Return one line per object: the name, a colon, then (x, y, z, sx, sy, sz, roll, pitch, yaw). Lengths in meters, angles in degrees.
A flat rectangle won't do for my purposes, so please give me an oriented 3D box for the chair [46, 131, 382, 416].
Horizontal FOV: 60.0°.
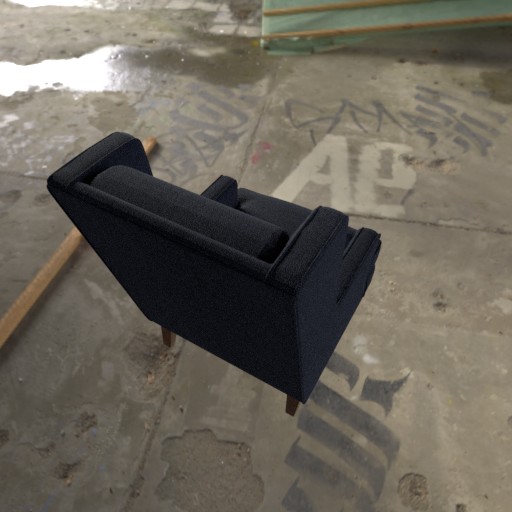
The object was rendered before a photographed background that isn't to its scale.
chair: (0.000, 0.000, 1.704, 0.764, 1.072, 0.947, 23, 51, 20)
